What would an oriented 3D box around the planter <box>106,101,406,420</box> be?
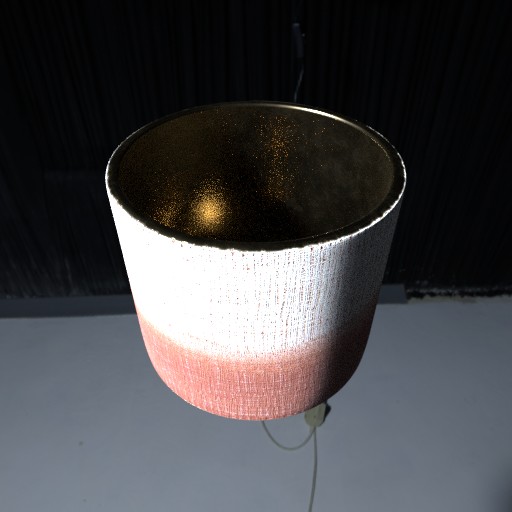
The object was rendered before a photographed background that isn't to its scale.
[{"bbox_3d":[0.000,0.000,0.316,0.178,0.157,0.178,0,41,0],"label":"planter"}]
